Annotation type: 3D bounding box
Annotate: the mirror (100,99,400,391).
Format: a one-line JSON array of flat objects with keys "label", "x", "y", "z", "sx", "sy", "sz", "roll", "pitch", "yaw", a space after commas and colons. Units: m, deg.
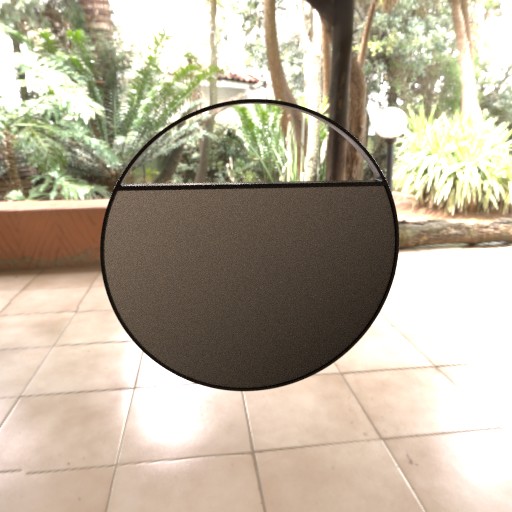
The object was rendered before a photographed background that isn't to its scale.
[{"label": "mirror", "x": 0.000, "y": 0.000, "z": 0.846, "sx": 0.565, "sy": 0.565, "sz": 0.032, "roll": -2, "pitch": 16, "yaw": -8}]
